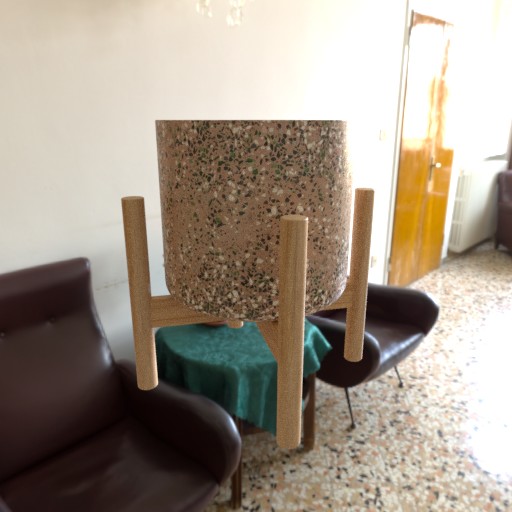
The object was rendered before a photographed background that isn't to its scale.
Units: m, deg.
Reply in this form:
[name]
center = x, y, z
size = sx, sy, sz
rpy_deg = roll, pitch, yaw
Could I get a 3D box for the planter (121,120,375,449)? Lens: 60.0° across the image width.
[planter]
center = 0.000, 0.000, 0.546
size = 0.284, 0.320, 0.284
rpy_deg = 3, 17, 8
